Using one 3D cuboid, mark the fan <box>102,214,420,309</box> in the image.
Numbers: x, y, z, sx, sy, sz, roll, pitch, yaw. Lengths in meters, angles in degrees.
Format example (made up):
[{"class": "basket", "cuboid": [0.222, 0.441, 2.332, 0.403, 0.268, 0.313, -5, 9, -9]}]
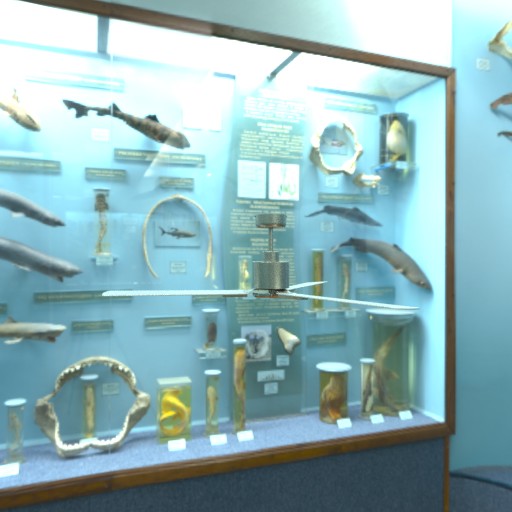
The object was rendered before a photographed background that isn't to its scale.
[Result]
[{"class": "fan", "cuboid": [0.000, 0.000, 2.319, 1.531, 0.446, 1.561, 0, 0, -18]}]
